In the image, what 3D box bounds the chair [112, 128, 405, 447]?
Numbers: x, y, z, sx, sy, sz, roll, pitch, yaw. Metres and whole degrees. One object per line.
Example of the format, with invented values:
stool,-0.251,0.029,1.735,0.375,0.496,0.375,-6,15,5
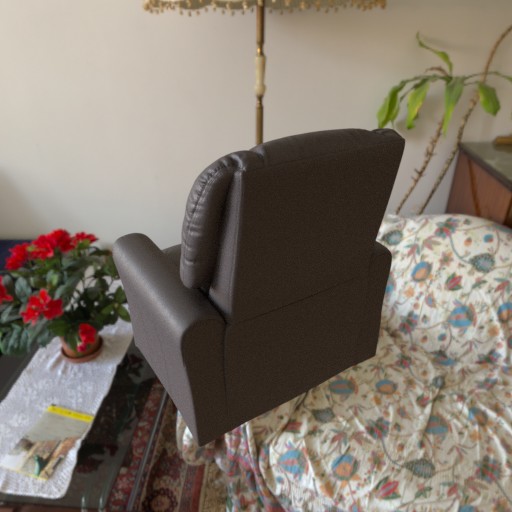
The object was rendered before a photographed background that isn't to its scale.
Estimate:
chair,0.000,0.000,1.134,0.610,0.709,0.521,-18,34,-29
